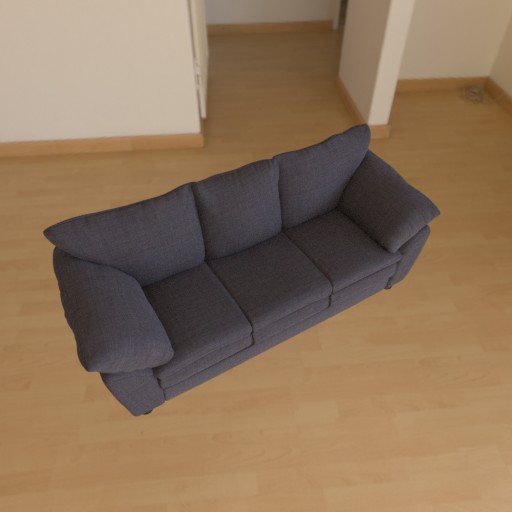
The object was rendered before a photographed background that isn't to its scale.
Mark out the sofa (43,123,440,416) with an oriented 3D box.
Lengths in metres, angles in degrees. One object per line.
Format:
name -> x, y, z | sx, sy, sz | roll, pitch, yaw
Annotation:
sofa -> 0.000, 0.000, 2.847 | 2.336, 1.080, 0.883 | -23, 49, -21
